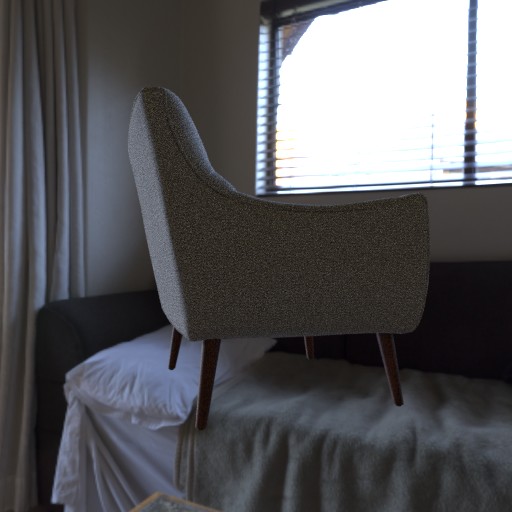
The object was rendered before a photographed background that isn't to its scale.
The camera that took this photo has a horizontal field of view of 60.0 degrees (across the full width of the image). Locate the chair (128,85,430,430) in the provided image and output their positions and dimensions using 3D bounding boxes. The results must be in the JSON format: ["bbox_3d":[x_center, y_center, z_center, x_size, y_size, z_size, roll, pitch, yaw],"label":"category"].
[{"bbox_3d":[0.000,0.000,1.424,0.787,0.838,0.762,0,0,-18],"label":"chair"}]
